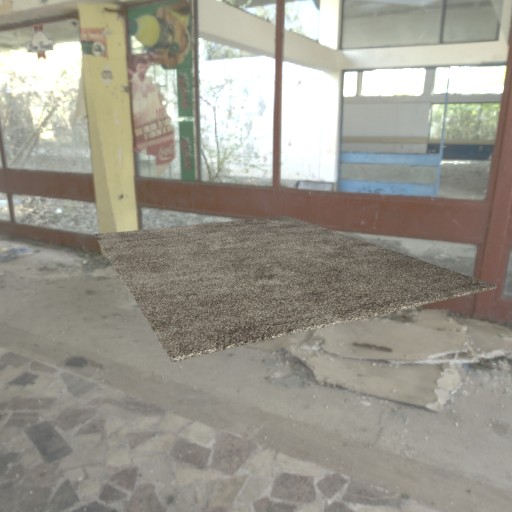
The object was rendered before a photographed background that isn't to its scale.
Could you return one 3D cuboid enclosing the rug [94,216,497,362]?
[{"bbox_3d":[0.000,0.000,3.969,2.401,0.025,3.000,-8,18,-25],"label":"rug"}]
